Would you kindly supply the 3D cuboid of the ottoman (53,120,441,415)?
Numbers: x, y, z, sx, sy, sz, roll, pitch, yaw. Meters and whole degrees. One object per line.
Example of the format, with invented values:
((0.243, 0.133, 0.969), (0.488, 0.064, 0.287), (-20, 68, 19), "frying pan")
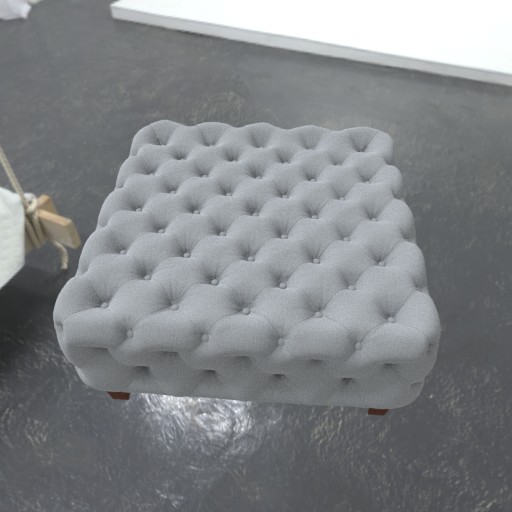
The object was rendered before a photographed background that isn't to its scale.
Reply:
((0.000, 0.000, 1.159), (0.758, 0.365, 0.764), (3, 47, 2), "ottoman")
